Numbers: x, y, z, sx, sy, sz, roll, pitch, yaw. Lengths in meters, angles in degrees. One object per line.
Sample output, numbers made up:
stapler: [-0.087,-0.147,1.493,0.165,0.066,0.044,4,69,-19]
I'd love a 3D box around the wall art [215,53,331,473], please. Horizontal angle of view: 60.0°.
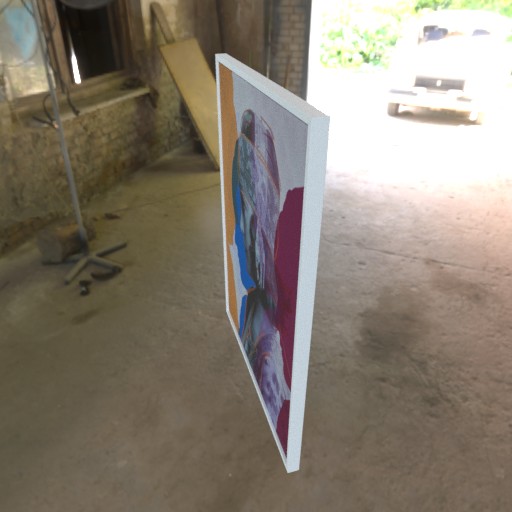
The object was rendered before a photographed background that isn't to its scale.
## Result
wall art: [0.000,0.000,1.374,0.039,1.050,0.795,-9,33,-14]
